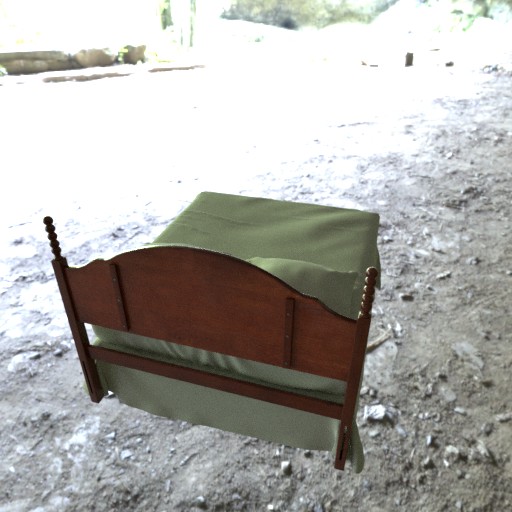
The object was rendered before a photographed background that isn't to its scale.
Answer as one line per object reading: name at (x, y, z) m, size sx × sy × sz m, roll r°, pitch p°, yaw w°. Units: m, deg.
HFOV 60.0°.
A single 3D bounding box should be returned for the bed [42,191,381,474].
bed at (0.000, 0.000, 3.176) m, size 1.873 × 1.356 × 2.040 m, roll 9°, pitch 33°, yaw 14°
